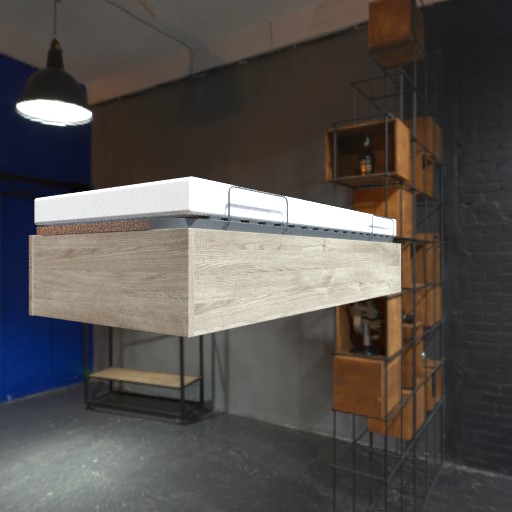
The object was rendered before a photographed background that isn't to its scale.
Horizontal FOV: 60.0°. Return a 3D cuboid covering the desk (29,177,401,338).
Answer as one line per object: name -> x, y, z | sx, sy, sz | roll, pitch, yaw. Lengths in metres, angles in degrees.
desk -> 0.000, 0.000, 2.250 | 0.900, 0.455, 1.900 | 0, 0, 35
